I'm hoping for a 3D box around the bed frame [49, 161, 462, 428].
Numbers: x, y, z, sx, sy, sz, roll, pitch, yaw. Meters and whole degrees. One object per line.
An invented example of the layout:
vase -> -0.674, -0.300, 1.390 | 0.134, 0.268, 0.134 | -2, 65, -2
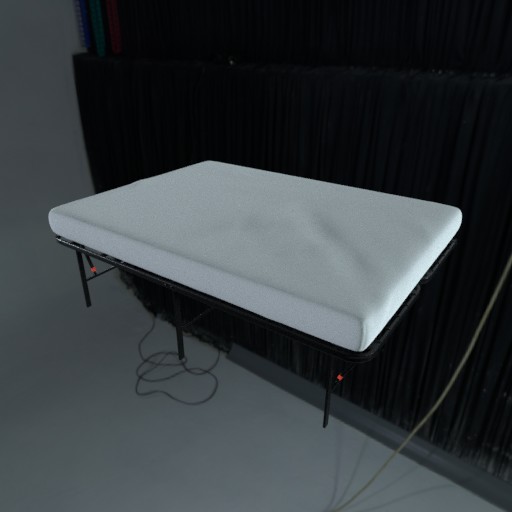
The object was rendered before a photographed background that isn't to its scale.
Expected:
bed frame -> 0.000, 0.000, 2.573 | 1.905, 0.637, 1.372 | 17, 31, 31
